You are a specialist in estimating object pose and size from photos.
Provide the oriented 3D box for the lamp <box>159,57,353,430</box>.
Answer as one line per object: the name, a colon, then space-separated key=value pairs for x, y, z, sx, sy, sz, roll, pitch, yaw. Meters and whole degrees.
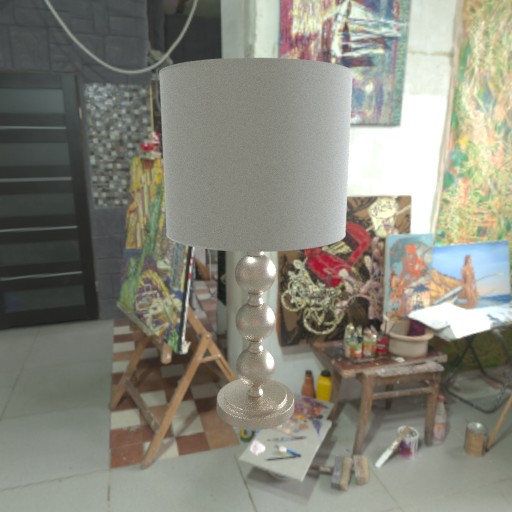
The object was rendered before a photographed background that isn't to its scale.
lamp: x=0.000 y=0.000 z=0.707 sx=0.277 sy=0.538 sz=0.277 roll=13 pitch=19 yaw=42
